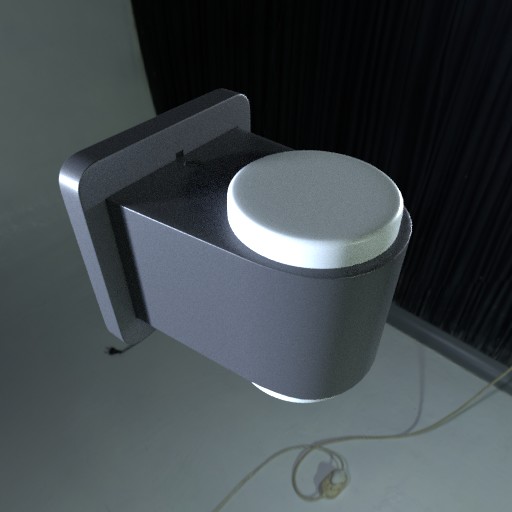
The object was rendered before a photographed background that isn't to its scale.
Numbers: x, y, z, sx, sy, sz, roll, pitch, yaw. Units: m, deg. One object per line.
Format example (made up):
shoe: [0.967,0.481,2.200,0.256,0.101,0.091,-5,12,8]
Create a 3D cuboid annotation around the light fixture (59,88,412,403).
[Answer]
light fixture: [0.000,0.000,0.212,0.132,0.109,0.109,26,47,27]
